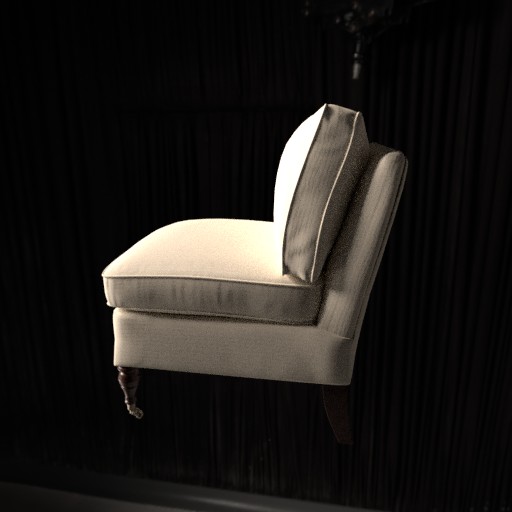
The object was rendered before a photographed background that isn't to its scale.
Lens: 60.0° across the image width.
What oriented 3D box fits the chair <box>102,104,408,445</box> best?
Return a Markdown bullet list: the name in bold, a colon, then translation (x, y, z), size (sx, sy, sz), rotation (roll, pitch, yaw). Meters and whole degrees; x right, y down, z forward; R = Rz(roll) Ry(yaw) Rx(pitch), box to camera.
- **chair**: translation (0.000, 0.000, 1.407), size (0.781, 0.887, 0.630), rotation (3, 16, 9)
